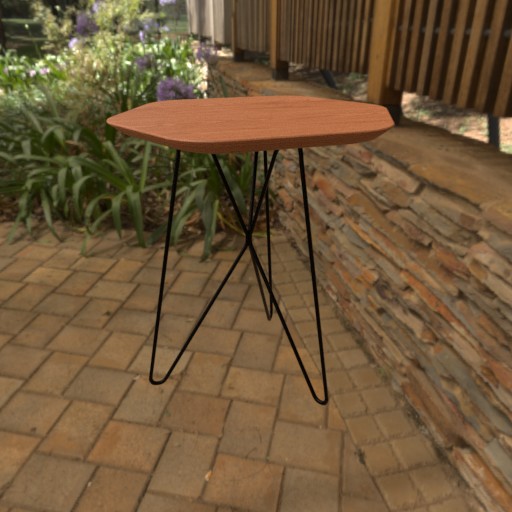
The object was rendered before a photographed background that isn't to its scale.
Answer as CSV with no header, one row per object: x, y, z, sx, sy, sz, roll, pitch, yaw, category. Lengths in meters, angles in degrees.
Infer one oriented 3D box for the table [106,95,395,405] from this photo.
0.000,0.000,0.899,0.500,0.562,0.400,-8,28,-16,table
